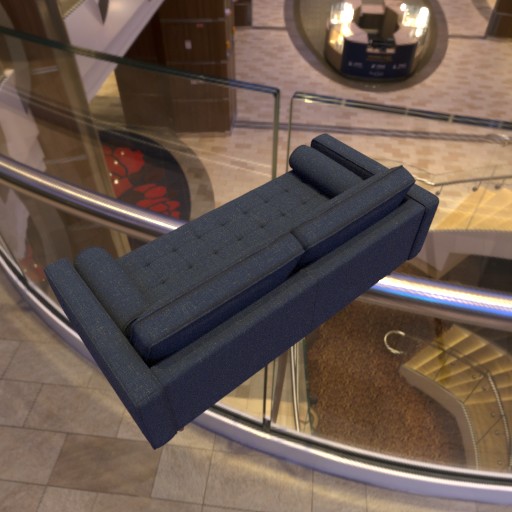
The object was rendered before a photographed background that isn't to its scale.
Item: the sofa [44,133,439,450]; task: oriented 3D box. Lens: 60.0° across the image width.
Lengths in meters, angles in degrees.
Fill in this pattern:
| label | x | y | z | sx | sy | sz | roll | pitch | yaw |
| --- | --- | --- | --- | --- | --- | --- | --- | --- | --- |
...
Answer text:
| label | x | y | z | sx | sy | sz | roll | pitch | yaw |
| --- | --- | --- | --- | --- | --- | --- | --- | --- | --- |
| sofa | 0.000 | 0.000 | 2.374 | 1.880 | 0.762 | 0.914 | -31 | 54 | -26 |
